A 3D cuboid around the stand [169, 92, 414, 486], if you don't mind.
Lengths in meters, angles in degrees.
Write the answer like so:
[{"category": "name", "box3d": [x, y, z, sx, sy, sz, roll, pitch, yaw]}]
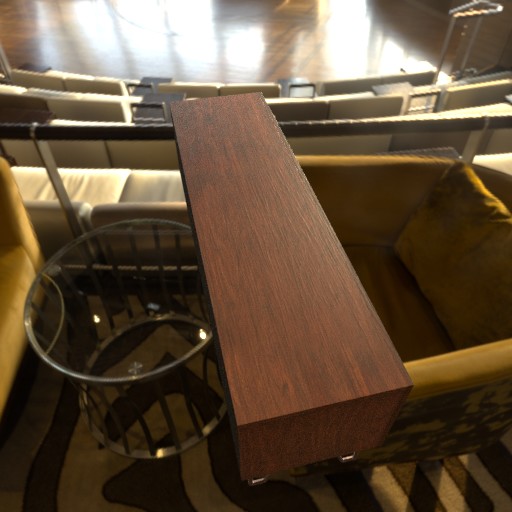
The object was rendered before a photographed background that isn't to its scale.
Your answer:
[{"category": "stand", "box3d": [0.000, 0.000, 1.854, 0.481, 0.610, 1.626, -10, 47, -9]}]
